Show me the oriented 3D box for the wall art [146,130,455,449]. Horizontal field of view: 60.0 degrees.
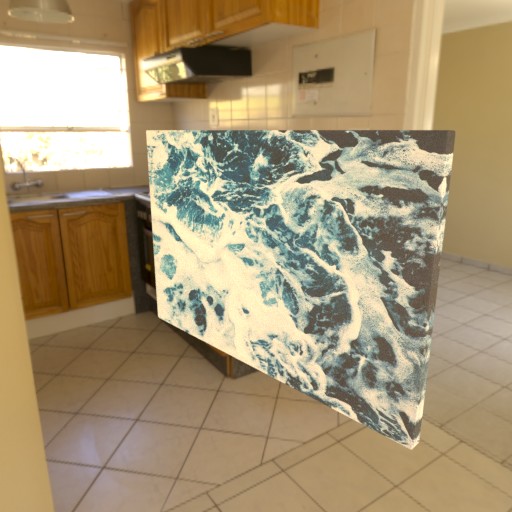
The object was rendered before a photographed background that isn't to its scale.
[{"bbox_3d":[0.000,0.000,1.864,0.055,1.017,1.524,-15,22,-43],"label":"wall art"}]
